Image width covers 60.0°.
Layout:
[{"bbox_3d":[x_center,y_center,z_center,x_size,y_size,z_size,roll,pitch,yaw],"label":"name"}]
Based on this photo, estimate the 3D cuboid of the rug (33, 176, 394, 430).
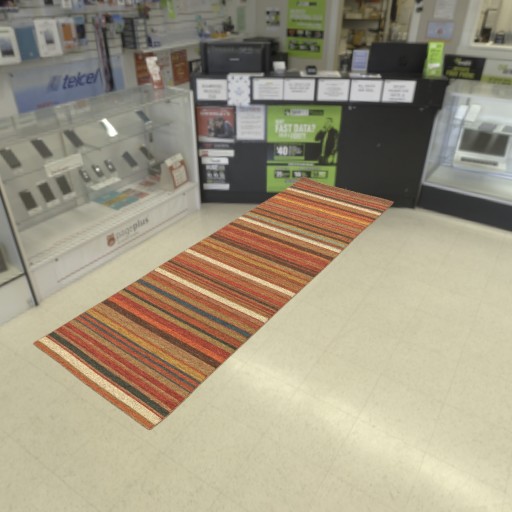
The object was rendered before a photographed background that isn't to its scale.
[{"bbox_3d":[0.000,0.000,2.688,0.799,0.030,2.444,21,38,30],"label":"rug"}]
